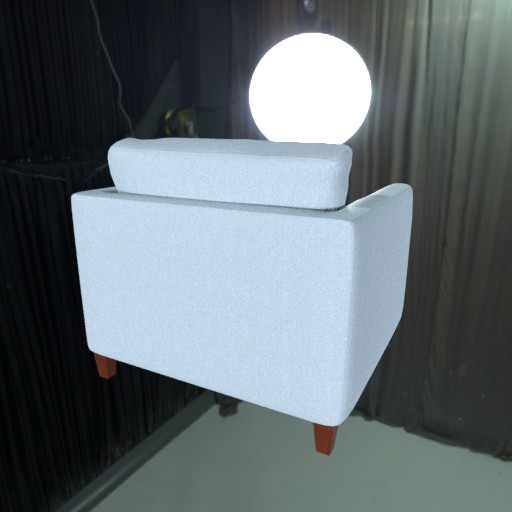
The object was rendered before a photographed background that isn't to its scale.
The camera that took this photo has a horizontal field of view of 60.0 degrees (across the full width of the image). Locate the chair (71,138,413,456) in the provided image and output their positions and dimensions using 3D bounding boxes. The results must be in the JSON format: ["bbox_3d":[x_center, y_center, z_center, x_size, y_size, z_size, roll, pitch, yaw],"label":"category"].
[{"bbox_3d":[0.000,0.000,1.856,1.107,0.961,0.953,8,18,27],"label":"chair"}]
